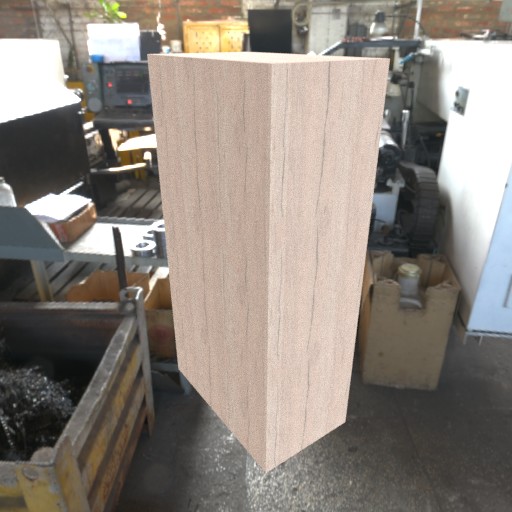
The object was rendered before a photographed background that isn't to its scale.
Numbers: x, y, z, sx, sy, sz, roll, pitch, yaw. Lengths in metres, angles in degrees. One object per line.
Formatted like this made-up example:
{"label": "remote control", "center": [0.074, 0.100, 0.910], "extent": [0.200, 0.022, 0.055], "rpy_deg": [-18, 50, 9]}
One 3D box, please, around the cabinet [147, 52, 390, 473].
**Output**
{"label": "cabinet", "center": [0.000, 0.000, 2.346], "extent": [0.580, 1.930, 0.980], "rpy_deg": [-18, 32, -32]}
